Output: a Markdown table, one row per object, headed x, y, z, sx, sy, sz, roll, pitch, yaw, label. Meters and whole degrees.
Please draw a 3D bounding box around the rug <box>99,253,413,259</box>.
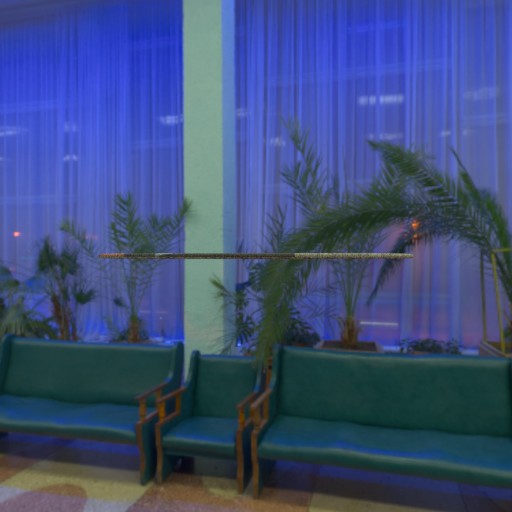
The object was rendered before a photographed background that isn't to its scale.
| x | y | z | sx | sy | sz | roll | pitch | yaw | label |
| --- | --- | --- | --- | --- | --- | --- | --- | --- | --- |
| 0.000 | 0.000 | 3.678 | 2.461 | 0.033 | 2.461 | 0 | 0 | 0 | rug |
